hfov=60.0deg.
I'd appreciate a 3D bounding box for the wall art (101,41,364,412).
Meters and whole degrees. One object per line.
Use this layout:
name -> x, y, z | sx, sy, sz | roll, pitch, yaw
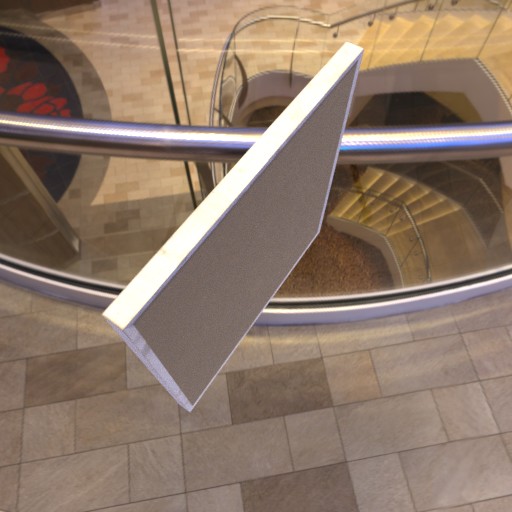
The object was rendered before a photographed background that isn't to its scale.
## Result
wall art -> 0.000, 0.000, 0.762 | 0.029, 0.506, 0.508 | 31, 66, 15
